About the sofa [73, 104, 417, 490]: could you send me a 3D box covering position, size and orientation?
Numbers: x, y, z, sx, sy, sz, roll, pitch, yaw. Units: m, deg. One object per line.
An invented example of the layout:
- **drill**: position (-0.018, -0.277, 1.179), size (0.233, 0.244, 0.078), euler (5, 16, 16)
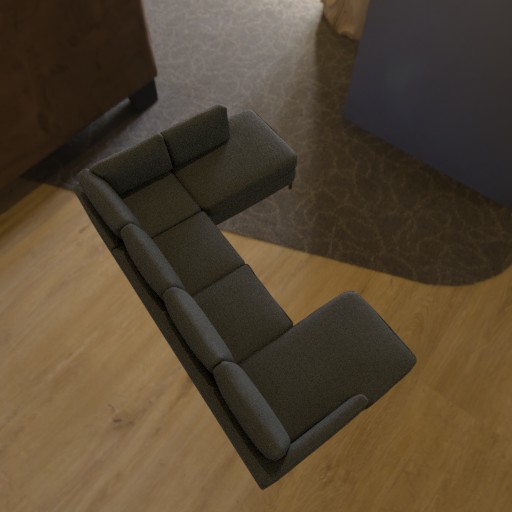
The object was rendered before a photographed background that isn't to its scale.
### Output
- **sofa**: position (0.000, 0.000, 3.790), size (1.984, 0.858, 2.975), euler (-32, 65, -17)
